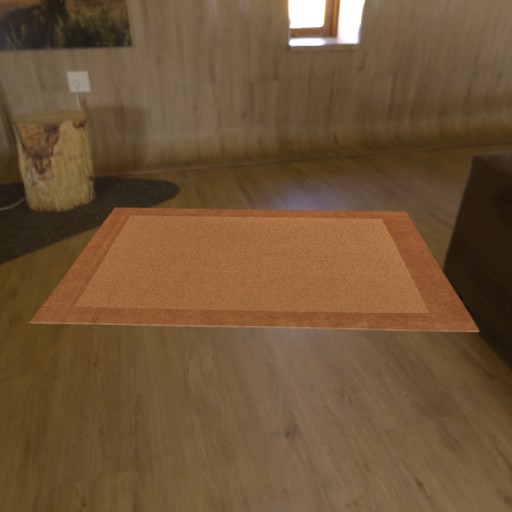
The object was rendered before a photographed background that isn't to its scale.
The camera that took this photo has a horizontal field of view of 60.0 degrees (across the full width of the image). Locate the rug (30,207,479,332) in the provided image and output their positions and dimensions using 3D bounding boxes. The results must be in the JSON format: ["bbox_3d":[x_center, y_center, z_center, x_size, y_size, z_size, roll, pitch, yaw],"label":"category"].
[{"bbox_3d":[0.000,0.000,3.053,2.438,0.014,1.524,1,30,2],"label":"rug"}]
